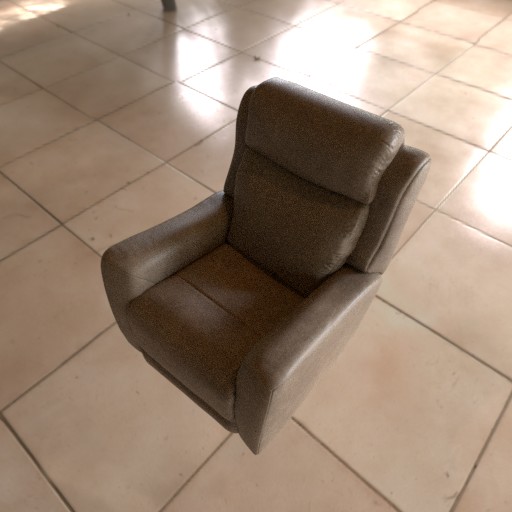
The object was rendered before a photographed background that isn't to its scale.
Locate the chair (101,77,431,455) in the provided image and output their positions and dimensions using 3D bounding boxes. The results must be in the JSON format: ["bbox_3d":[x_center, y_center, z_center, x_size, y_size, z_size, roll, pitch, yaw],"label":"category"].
[{"bbox_3d":[0.000,0.000,1.929,0.967,1.116,1.068,33,56,25],"label":"chair"}]
